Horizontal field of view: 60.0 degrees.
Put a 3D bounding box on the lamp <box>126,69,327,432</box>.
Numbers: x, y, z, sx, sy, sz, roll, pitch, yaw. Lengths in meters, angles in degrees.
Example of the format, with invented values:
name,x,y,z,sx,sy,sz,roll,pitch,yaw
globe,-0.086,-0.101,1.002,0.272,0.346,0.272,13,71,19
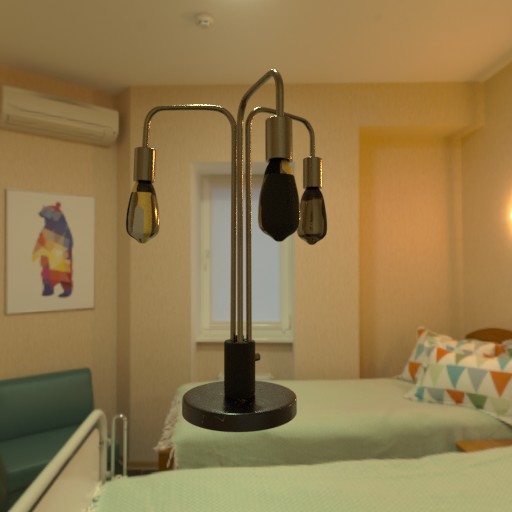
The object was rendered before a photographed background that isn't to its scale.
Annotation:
name,x,y,z,sx,sy,sz,roll,pitch,yaw
lamp,0.000,0.000,0.793,0.368,0.560,0.355,0,-1,-35
